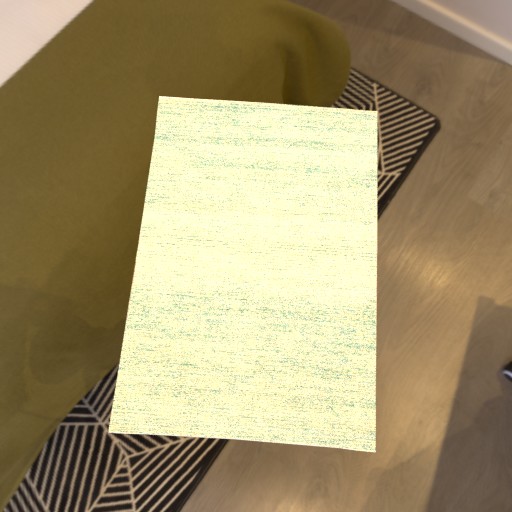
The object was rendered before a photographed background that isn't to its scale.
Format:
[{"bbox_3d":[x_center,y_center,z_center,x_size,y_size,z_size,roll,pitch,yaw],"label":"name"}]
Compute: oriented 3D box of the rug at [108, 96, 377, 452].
[{"bbox_3d":[0.000,0.000,2.920,1.593,0.029,2.305,4,75,1],"label":"rug"}]
